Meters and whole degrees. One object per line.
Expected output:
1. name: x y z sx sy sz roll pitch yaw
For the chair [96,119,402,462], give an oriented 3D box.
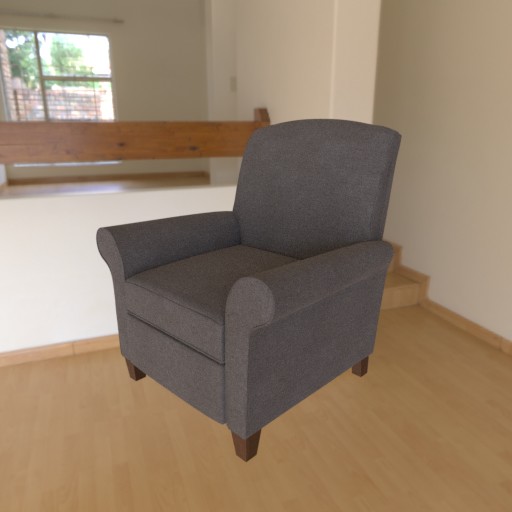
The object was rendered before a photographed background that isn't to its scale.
1. chair: 0.000 0.000 1.791 0.978 1.061 0.905 16 23 42
